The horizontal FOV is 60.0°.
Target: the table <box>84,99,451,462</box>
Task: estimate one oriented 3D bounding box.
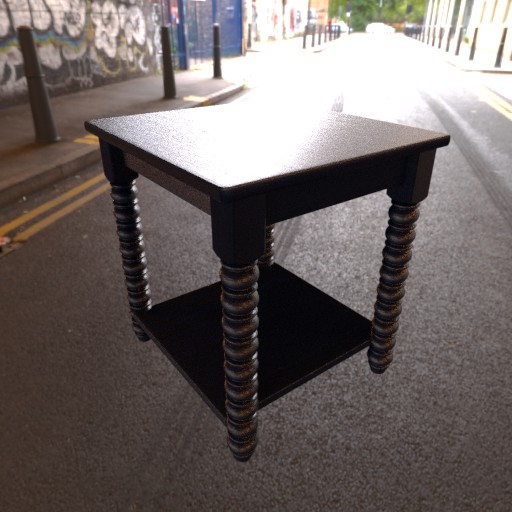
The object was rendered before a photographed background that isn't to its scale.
[{"bbox_3d":[0.000,0.000,0.995,0.500,0.567,0.533,-19,33,-32],"label":"table"}]
